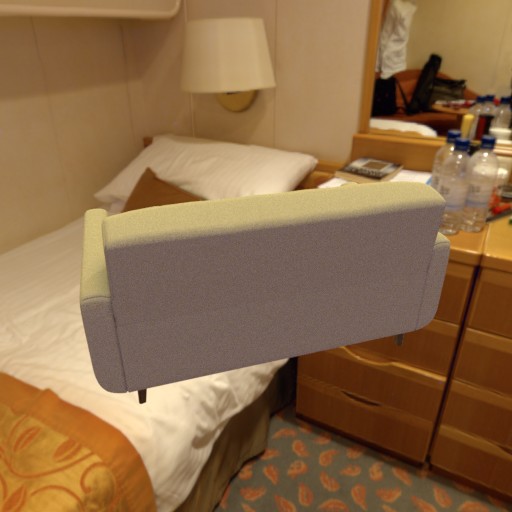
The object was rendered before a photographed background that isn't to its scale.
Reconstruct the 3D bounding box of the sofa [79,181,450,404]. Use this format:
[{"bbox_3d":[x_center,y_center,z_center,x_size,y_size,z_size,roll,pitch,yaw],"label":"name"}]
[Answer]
[{"bbox_3d":[0.000,0.000,2.286,1.655,0.892,0.980,-8,29,-16],"label":"sofa"}]
